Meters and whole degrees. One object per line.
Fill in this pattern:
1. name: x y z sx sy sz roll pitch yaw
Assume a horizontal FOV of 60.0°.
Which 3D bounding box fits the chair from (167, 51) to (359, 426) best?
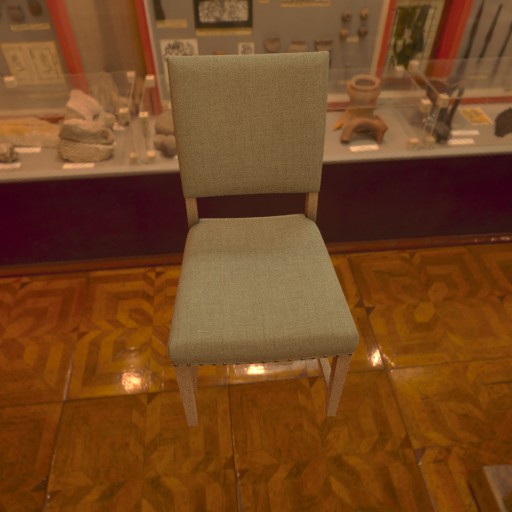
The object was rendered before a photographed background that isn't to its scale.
1. chair: 0.000 0.000 1.345 0.508 0.986 0.622 -3 46 -3
